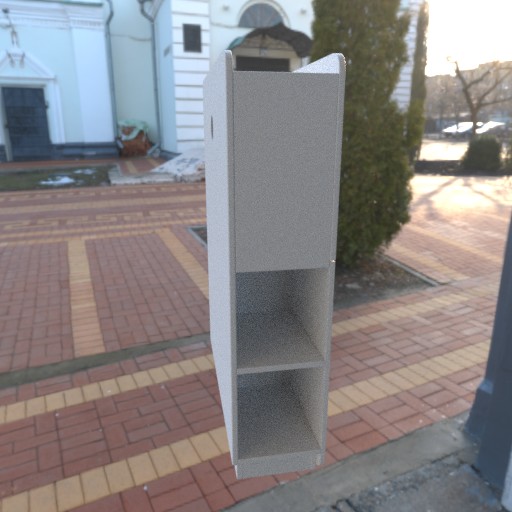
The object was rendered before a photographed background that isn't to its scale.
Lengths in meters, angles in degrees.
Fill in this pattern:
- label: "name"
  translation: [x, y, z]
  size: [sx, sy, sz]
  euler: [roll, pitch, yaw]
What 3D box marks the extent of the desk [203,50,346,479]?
- label: "desk"
  translation: [0.000, 0.000, 1.524]
  size: [0.278, 1.190, 0.795]
  euler: [-3, 17, -10]
